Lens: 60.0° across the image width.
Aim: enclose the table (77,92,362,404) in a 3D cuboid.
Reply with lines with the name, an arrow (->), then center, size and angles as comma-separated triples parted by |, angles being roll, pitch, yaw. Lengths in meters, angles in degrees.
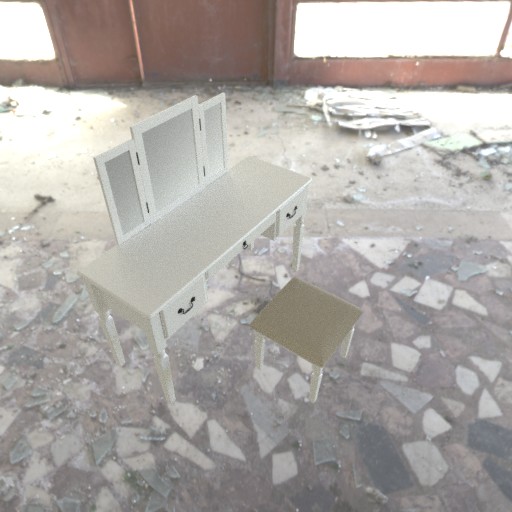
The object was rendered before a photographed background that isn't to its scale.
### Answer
table -> 0.000, 0.000, 2.324 | 1.115, 1.310, 1.369 | 26, 48, 26
